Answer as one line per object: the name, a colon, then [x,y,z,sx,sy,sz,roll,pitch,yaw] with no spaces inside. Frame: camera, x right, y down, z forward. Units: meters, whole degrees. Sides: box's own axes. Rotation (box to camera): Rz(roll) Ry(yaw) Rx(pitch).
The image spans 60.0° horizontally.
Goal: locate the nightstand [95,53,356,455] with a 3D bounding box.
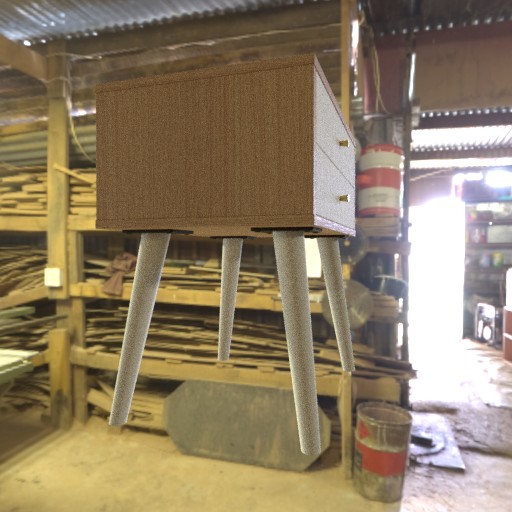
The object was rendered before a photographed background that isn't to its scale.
nightstand: [0.000,0.000,0.990,0.407,0.610,0.571,0,1,19]
